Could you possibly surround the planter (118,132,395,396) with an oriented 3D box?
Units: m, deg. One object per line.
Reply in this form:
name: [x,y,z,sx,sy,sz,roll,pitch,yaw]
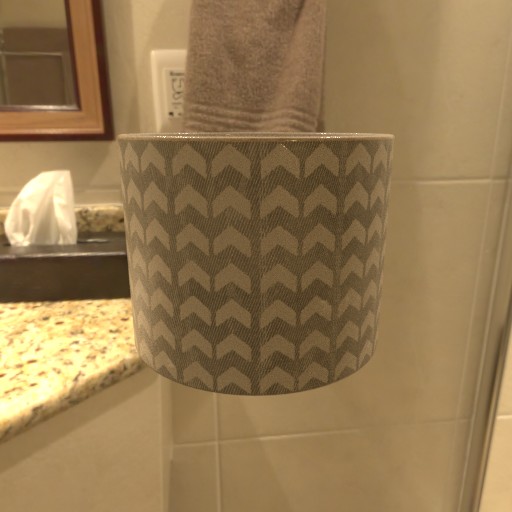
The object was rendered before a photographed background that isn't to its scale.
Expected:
planter: [0.000,0.000,0.451,0.250,0.239,0.250,0,16,0]
